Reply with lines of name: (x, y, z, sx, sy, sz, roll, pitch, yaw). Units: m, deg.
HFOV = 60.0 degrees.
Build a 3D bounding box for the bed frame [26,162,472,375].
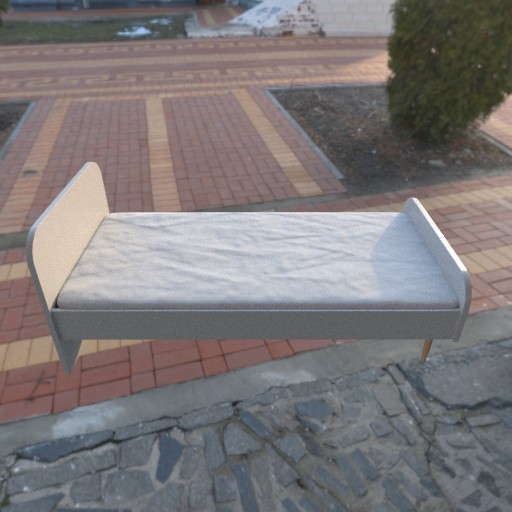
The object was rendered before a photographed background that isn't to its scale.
bed frame: (0.000, 0.000, 2.472, 1.963, 0.805, 0.998, 0, 33, 0)
